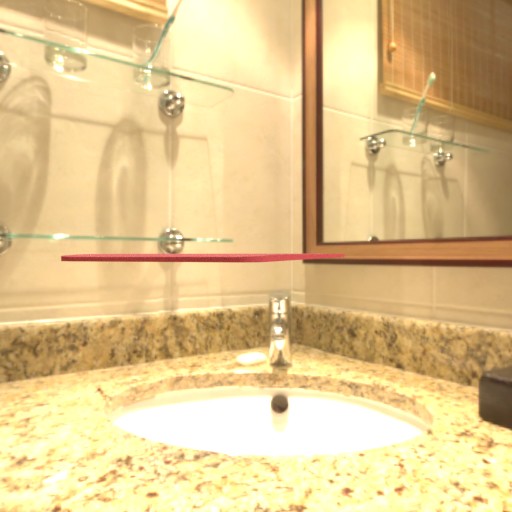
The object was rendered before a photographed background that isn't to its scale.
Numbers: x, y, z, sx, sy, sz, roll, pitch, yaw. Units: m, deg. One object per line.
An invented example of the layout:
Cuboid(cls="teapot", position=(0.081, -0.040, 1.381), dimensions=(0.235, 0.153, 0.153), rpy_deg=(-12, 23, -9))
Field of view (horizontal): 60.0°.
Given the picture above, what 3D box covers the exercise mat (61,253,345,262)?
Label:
Cuboid(cls="exercise mat", position=(0.000, 0.000, 2.066), dimensions=(0.616, 0.021, 1.884), rpy_deg=(0, 0, 18))
